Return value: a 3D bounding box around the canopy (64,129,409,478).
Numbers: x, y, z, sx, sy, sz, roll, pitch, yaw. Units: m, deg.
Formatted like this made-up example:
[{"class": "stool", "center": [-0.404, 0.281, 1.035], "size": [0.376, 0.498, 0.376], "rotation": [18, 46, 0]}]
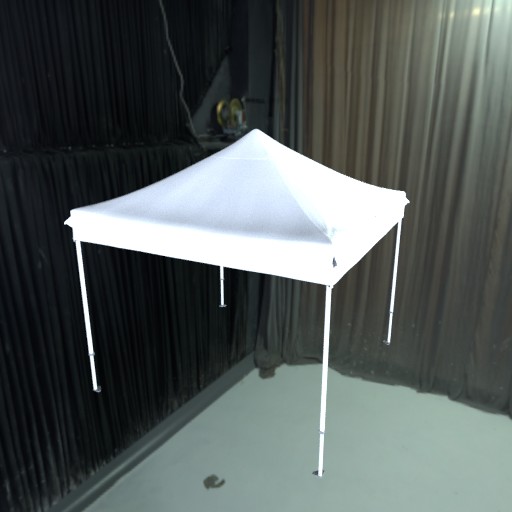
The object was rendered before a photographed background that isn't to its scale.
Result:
[{"class": "canopy", "center": [0.000, 0.000, 5.436], "size": [2.996, 2.998, 2.994], "rotation": [9, 20, 27]}]
